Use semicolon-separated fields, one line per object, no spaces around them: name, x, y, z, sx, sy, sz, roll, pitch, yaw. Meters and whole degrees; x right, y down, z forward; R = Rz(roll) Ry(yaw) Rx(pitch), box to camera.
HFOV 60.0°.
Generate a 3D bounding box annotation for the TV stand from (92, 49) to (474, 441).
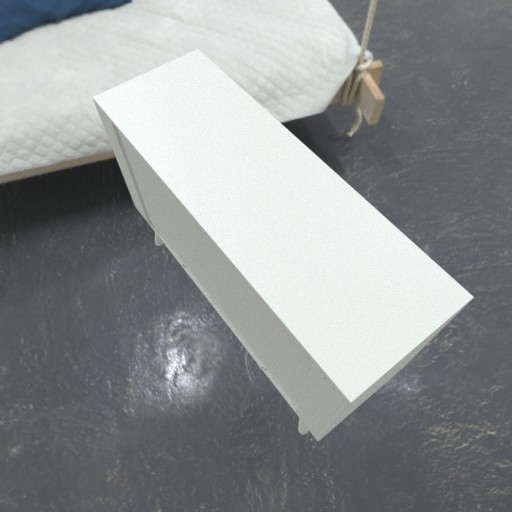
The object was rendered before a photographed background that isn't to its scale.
TV stand;0.000;0.000;1.591;0.406;0.812;1.193;-33;65;-18
